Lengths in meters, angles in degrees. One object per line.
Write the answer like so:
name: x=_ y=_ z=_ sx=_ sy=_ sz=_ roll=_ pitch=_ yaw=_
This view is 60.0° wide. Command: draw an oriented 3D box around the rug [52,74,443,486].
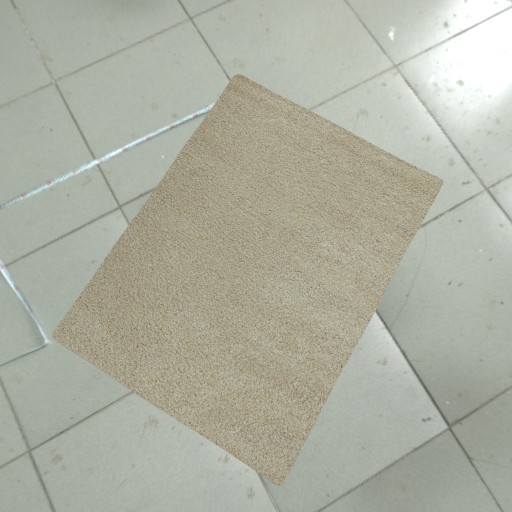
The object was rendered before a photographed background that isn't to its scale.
rug: x=0.000 y=0.000 z=2.087 sx=1.199 sy=0.025 sz=1.600 roll=30 pitch=78 yaw=7
